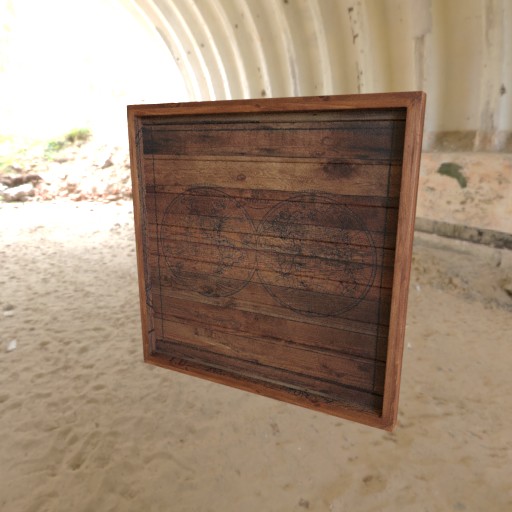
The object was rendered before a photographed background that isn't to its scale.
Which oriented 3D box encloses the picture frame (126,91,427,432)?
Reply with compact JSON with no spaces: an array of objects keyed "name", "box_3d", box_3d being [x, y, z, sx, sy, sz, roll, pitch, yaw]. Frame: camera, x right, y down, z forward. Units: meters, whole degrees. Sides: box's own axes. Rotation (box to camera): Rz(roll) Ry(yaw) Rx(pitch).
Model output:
[{"name":"picture frame","box_3d":[0.000,0.000,0.533,0.352,0.356,0.028,7,16,26]}]
